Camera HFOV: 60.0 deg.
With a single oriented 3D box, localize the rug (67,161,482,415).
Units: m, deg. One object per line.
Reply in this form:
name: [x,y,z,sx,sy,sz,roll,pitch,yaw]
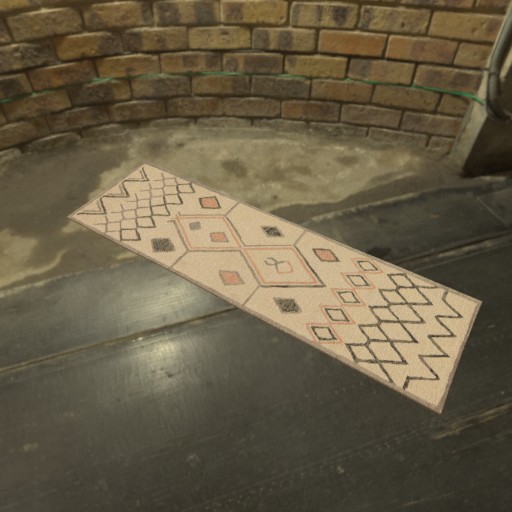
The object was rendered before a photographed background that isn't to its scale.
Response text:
rug: [0.000,0.000,2.636,2.435,0.011,0.750,25,51,22]
